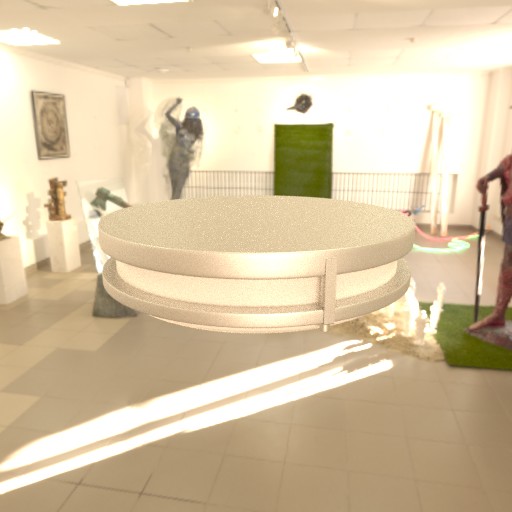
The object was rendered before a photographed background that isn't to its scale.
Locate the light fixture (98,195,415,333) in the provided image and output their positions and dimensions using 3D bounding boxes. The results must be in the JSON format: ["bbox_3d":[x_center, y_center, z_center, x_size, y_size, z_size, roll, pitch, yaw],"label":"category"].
[{"bbox_3d":[0.000,0.000,0.536,0.356,0.102,0.356,0,15,0],"label":"light fixture"}]
